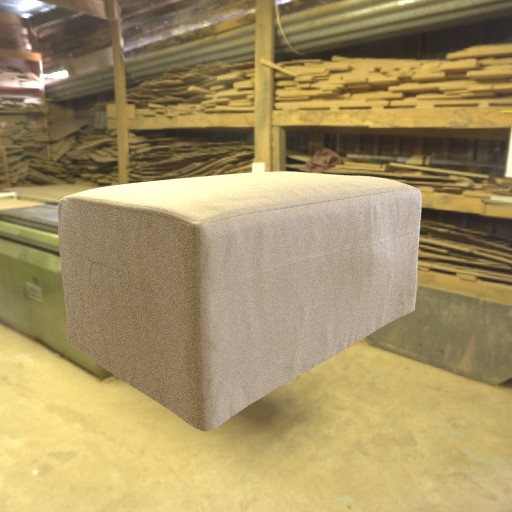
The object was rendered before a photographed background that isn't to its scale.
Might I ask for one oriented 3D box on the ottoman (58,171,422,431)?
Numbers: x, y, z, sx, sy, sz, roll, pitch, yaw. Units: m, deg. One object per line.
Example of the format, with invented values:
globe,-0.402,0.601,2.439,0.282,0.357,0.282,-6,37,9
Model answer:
ottoman,0.000,0.000,1.216,0.590,0.444,0.872,13,19,42
